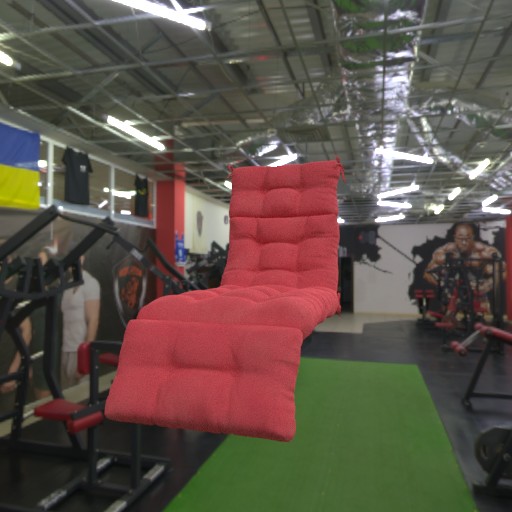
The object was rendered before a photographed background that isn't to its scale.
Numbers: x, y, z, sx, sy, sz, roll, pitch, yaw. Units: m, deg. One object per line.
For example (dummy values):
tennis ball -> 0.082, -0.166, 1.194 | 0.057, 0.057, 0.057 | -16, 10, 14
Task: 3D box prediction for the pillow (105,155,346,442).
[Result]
pillow -> 0.000, 0.000, 1.512 | 0.526, 0.863, 1.016 | 0, -1, 18
